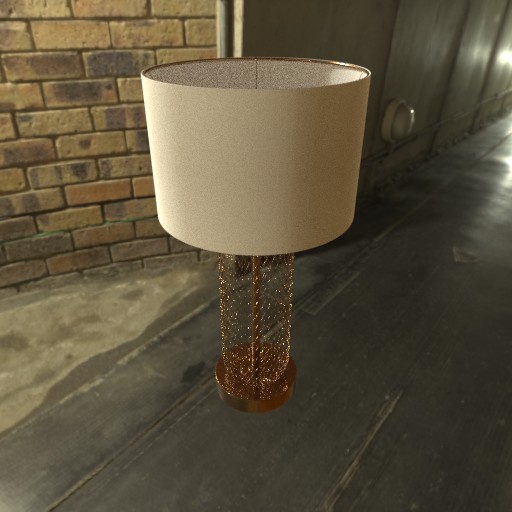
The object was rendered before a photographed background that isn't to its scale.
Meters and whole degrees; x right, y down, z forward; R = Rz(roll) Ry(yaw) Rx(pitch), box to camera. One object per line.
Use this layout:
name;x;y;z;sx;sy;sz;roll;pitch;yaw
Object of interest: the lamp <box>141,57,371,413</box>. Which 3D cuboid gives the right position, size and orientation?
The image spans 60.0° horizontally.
lamp;0.000;0.000;0.618;0.252;0.483;0.252;0;30;0
